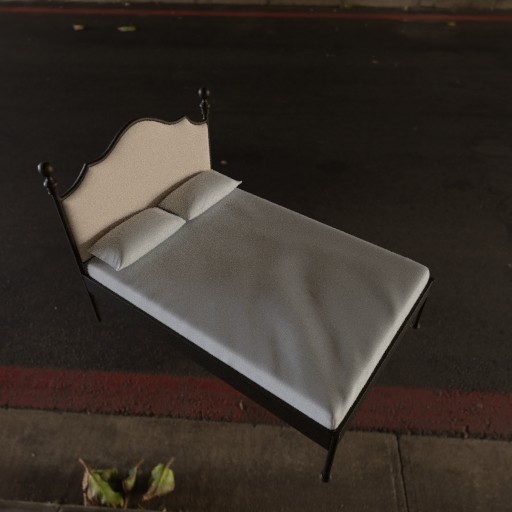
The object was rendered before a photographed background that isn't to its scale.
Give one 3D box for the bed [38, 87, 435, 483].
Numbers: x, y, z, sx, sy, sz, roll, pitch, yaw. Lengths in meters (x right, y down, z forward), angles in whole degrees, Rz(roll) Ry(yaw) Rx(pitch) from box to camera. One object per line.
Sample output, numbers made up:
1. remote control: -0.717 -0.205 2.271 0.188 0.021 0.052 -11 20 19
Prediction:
1. bed: 0.000 0.000 3.104 2.170 1.462 1.533 26 48 26
